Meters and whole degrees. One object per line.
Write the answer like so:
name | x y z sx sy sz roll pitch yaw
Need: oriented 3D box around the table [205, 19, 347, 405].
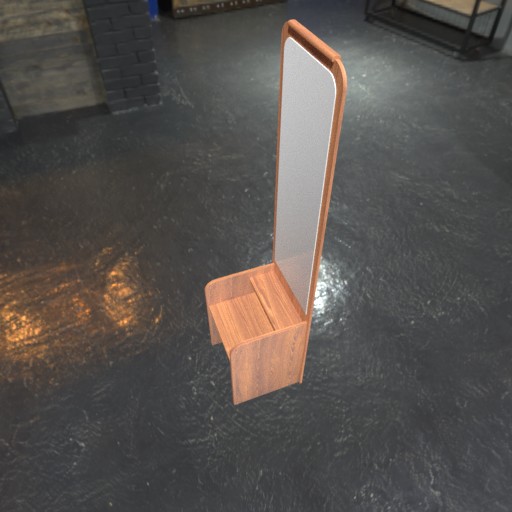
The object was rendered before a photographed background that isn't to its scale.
table | 0.000 0.000 1.990 0.420 1.830 0.450 -16 48 -14
